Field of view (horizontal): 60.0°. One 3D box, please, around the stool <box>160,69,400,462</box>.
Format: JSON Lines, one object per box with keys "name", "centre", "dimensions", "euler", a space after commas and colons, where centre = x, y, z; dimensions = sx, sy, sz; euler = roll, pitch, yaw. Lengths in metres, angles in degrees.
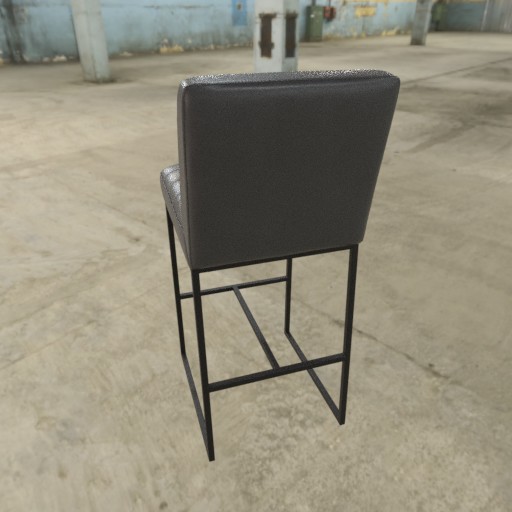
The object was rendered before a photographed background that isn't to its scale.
{"name": "stool", "centre": [0.000, 0.000, 1.292], "dimensions": [0.457, 1.040, 0.552], "euler": [-9, 30, -16]}
